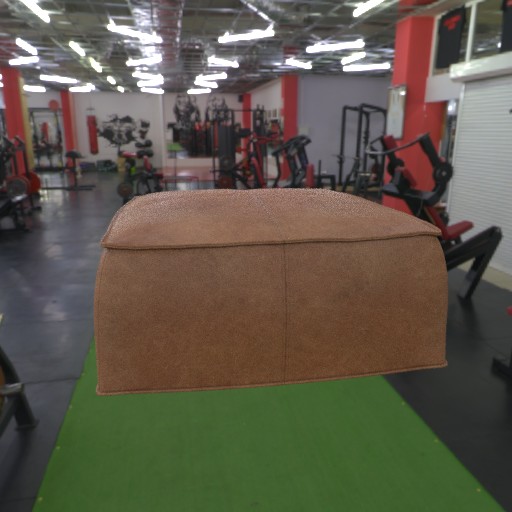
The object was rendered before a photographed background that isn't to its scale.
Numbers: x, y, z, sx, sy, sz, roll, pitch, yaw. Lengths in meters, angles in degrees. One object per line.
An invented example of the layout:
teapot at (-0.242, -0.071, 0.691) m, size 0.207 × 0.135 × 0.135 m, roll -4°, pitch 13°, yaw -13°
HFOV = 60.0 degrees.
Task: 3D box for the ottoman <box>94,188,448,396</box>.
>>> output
ottoman at (0.000, 0.000, 1.417) m, size 0.902 × 0.395 × 0.901 m, roll -2°, pitch 16°, yaw -9°
